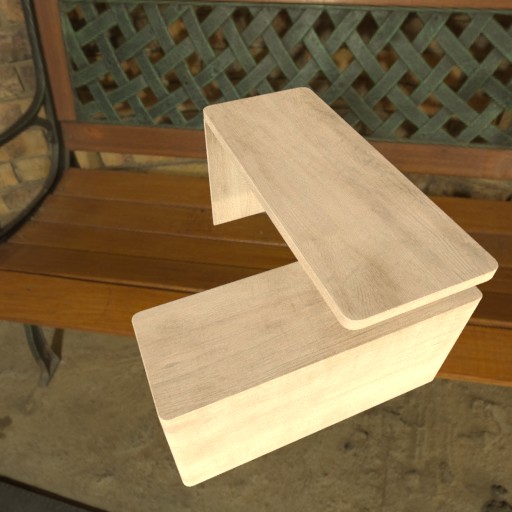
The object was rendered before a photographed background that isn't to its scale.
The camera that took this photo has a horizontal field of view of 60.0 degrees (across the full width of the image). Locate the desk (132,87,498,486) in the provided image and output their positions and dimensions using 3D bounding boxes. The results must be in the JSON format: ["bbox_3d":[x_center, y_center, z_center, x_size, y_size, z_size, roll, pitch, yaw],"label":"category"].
[{"bbox_3d":[0.000,0.000,2.016,1.175,0.770,1.400,-17,49,-16],"label":"desk"}]
